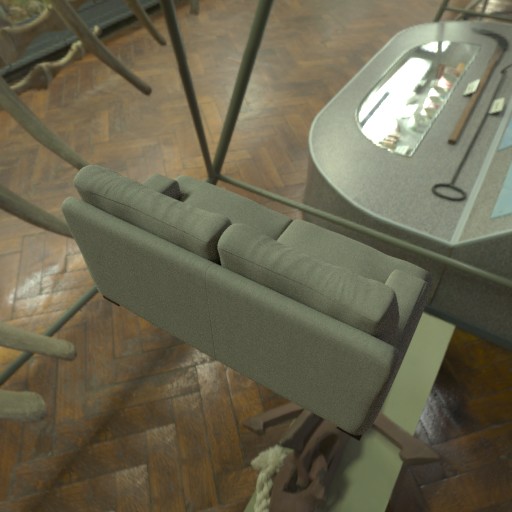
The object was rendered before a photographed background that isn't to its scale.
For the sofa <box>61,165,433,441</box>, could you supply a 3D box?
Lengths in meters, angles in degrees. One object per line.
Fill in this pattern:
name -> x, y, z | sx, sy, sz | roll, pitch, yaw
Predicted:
sofa -> 0.000, 0.000, 2.504 | 1.855, 0.980, 0.962 | 24, 51, 21
